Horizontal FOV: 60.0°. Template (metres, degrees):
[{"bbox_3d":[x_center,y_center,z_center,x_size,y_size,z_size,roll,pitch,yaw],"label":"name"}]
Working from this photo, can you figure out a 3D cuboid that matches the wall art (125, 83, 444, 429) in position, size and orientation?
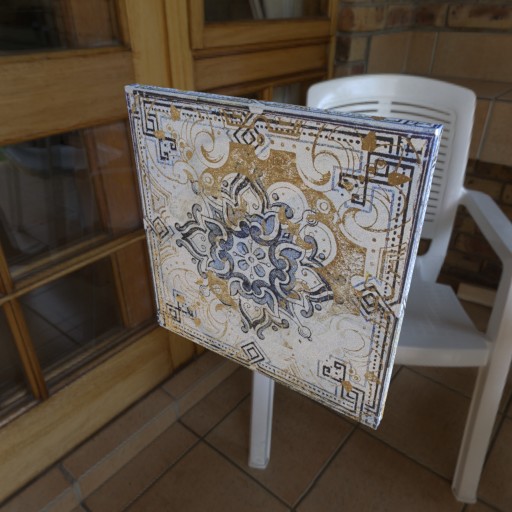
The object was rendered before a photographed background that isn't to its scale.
[{"bbox_3d":[0.000,0.000,0.906,0.609,0.607,0.036,19,35,28],"label":"wall art"}]
